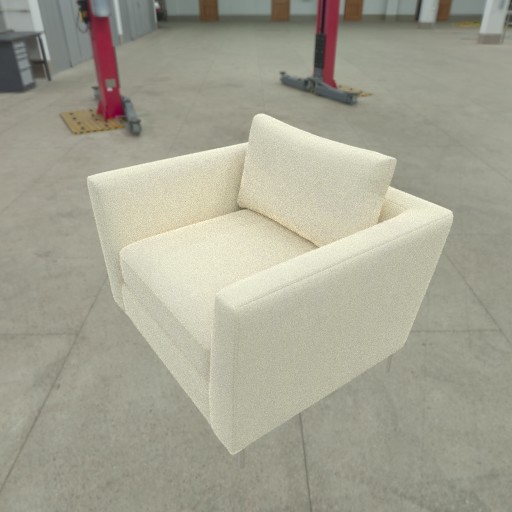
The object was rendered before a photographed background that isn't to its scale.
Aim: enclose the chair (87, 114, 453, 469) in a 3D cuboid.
[{"bbox_3d":[0.000,0.000,1.693,0.889,0.865,1.041,-21,37,-30],"label":"chair"}]
